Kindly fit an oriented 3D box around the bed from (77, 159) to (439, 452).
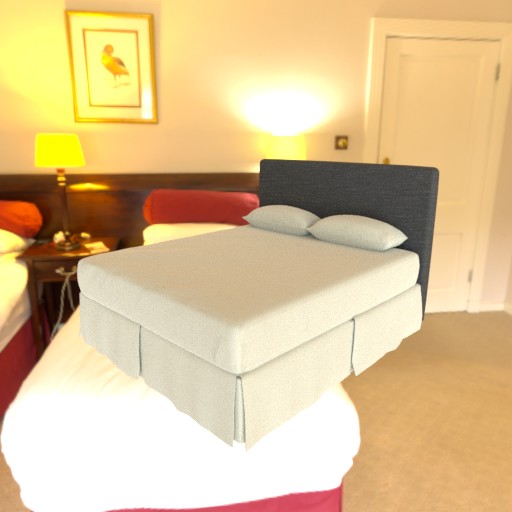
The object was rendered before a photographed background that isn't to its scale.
[{"bbox_3d":[0.000,0.000,3.381,1.884,1.330,2.142,14,21,42],"label":"bed"}]
